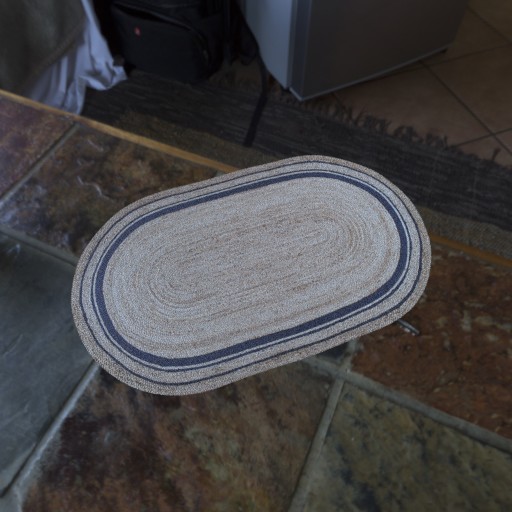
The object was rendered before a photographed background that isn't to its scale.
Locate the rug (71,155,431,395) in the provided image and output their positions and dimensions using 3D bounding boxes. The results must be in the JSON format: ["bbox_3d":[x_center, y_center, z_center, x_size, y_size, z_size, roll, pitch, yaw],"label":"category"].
[{"bbox_3d":[0.000,0.000,2.977,2.432,0.006,1.520,-17,60,-10],"label":"rug"}]
